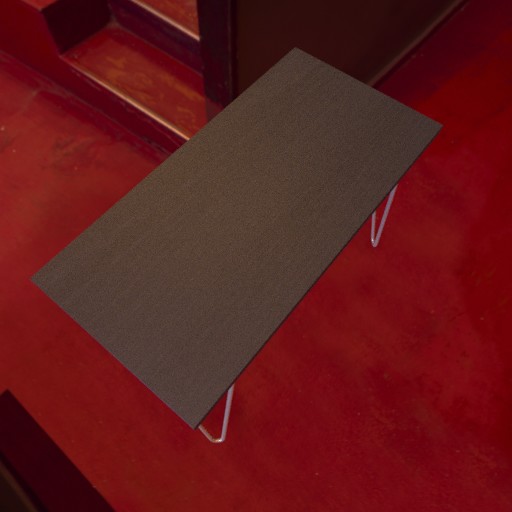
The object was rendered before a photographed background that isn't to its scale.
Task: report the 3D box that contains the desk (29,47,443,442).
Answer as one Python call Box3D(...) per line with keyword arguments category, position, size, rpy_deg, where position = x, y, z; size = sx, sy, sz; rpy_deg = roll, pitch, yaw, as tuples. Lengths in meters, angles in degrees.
Box3D(category="desk", position=(0.000, 0.000, 1.387), size=(0.499, 0.660, 0.991), rpy_deg=(36, 68, 17))
